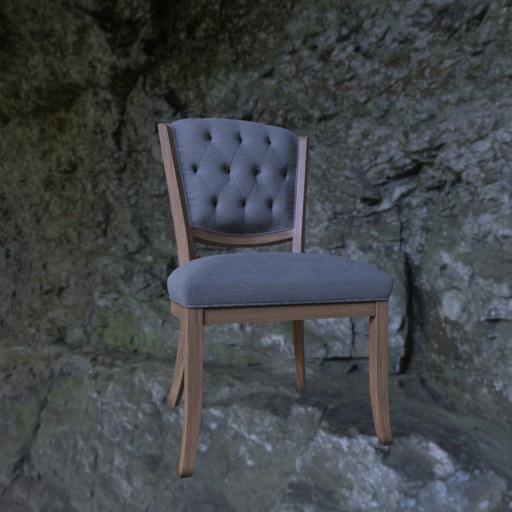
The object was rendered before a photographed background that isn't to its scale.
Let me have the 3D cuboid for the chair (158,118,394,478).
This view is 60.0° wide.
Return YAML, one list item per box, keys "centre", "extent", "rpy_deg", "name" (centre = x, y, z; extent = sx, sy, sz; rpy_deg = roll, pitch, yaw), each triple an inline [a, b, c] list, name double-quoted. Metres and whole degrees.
- centre: [0.000, 0.000, 1.250]
  extent: [0.513, 0.905, 0.584]
  rpy_deg: [0, 1, -18]
  name: "chair"
